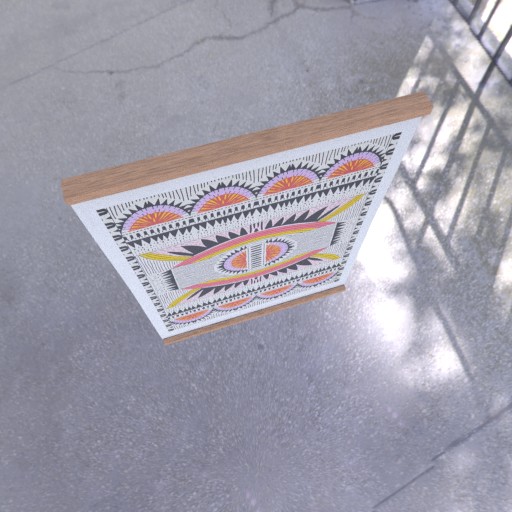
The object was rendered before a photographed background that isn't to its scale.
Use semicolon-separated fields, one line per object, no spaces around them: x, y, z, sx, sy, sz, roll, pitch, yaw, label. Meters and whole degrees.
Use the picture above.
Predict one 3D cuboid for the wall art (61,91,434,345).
0.000;0.000;0.797;0.456;0.609;0.028;-16;65;-8;wall art
